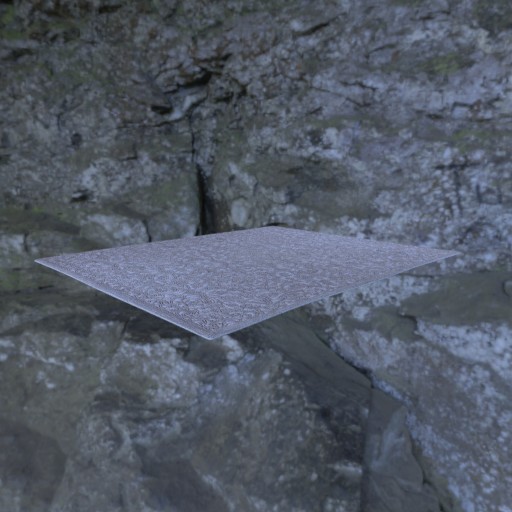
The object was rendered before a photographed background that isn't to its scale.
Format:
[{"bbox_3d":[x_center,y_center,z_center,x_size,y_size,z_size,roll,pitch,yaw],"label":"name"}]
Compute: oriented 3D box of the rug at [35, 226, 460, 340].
[{"bbox_3d":[0.000,0.000,4.032,3.017,0.035,2.472,-11,16,-43],"label":"rug"}]
